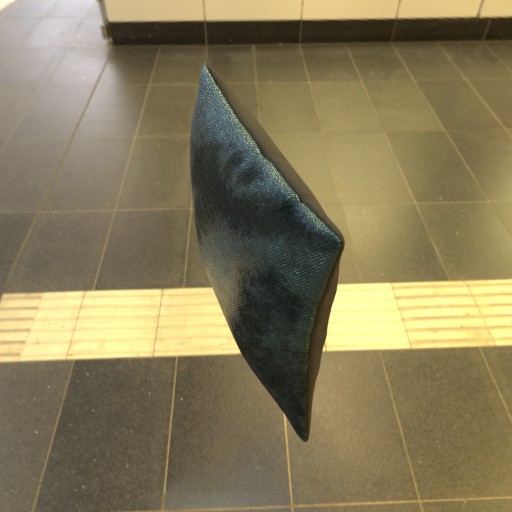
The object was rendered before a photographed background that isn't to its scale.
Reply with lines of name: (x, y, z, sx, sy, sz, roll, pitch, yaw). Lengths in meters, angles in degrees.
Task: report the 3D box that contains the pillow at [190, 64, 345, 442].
pillow: (0.000, 0.000, 0.679, 0.138, 0.430, 0.436, -16, 49, -15)
